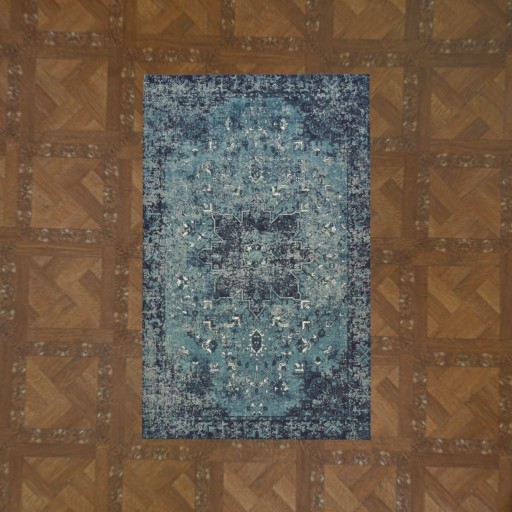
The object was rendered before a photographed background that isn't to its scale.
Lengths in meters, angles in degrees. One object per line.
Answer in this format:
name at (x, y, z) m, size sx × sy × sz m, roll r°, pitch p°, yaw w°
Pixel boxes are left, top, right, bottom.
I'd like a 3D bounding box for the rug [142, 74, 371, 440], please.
rug at (0.000, 0.000, 2.961) m, size 1.525 × 0.007 × 2.440 m, roll 0°, pitch 89°, yaw 1°
